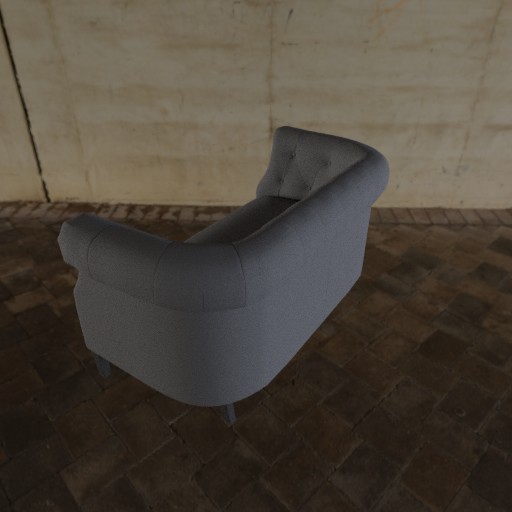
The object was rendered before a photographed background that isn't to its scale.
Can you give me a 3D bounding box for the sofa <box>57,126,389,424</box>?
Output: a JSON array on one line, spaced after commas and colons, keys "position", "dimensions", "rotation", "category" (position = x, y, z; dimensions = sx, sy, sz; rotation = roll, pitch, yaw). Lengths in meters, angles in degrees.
[{"position": [0.000, 0.000, 2.079], "dimensions": [0.835, 0.827, 1.558], "rotation": [20, 37, 29], "category": "sofa"}]
